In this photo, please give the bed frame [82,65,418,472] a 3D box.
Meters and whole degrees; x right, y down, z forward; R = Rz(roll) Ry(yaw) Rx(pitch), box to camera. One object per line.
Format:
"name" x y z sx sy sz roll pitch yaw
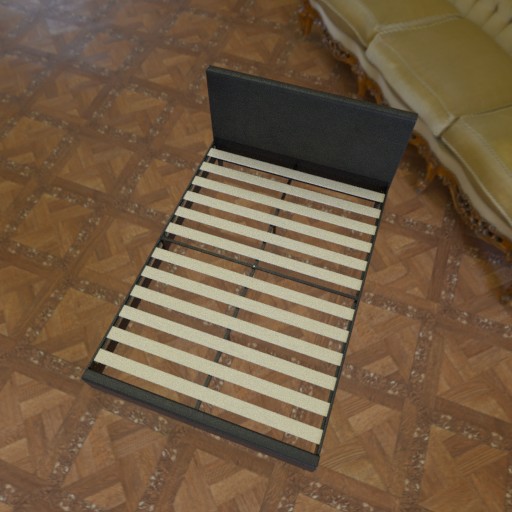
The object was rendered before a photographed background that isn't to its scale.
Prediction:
"bed frame" 0.000 0.000 2.920 1.469 1.046 2.152 17 61 10
